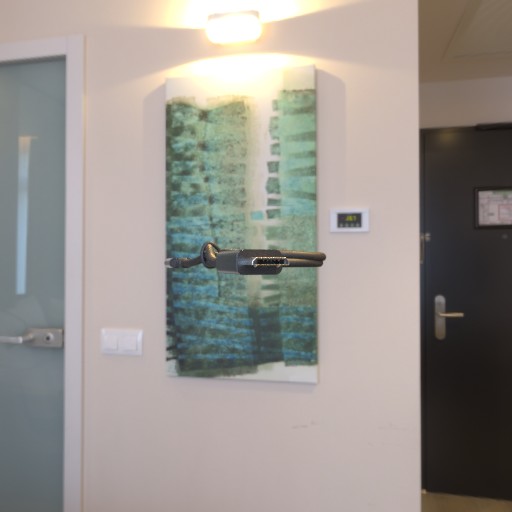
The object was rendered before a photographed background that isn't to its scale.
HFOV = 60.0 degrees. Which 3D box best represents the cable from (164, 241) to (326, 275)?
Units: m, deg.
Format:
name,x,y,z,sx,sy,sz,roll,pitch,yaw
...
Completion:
name,x,y,z,sx,sy,sz,roll,pitch,yaw
cable,0.000,0.000,0.218,0.070,0.014,0.192,0,-1,-18
